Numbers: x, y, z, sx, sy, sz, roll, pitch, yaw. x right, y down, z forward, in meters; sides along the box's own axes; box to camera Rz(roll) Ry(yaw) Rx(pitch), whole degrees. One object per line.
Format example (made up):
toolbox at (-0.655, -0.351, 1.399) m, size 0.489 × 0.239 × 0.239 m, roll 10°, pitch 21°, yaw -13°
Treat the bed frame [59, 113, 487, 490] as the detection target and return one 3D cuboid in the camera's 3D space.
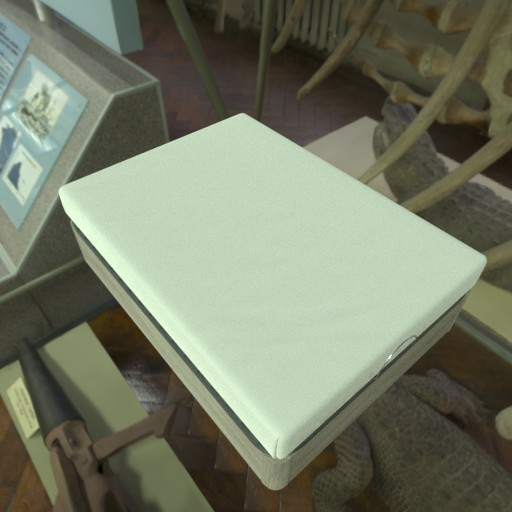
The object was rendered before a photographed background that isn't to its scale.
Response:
bed frame at (0.000, 0.000, 2.515) m, size 1.400 × 0.561 × 1.900 m, roll -31°, pitch 53°, yaw -27°
